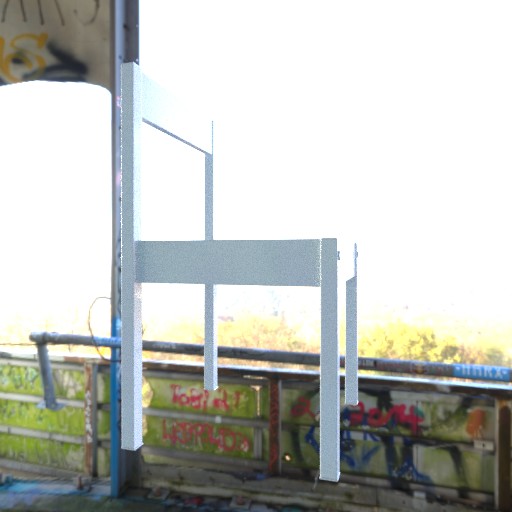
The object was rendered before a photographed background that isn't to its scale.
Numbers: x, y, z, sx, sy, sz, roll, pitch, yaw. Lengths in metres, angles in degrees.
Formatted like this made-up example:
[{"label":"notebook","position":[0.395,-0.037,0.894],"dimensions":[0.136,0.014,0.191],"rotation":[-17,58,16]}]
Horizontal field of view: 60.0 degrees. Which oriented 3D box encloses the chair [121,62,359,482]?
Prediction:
[{"label":"chair","position":[0.000,0.000,0.674],"dimensions":[0.285,0.505,0.285],"rotation":[0,0,17]}]
